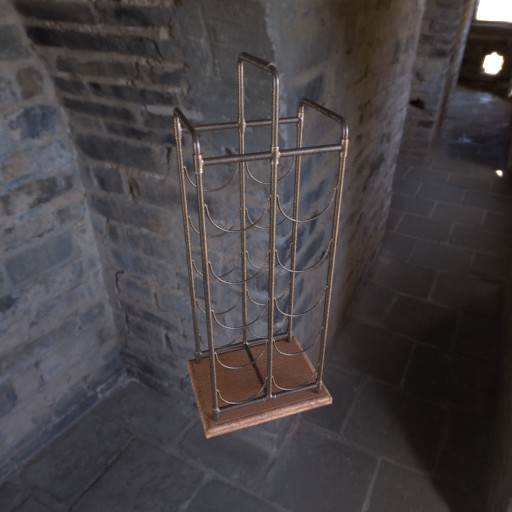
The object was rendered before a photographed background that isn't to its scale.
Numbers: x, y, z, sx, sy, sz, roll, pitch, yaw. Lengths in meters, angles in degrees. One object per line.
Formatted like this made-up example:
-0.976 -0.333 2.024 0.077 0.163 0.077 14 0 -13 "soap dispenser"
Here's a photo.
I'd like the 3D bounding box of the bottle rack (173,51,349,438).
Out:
0.000 0.000 0.823 0.276 0.680 0.208 -10 33 -15 "bottle rack"
